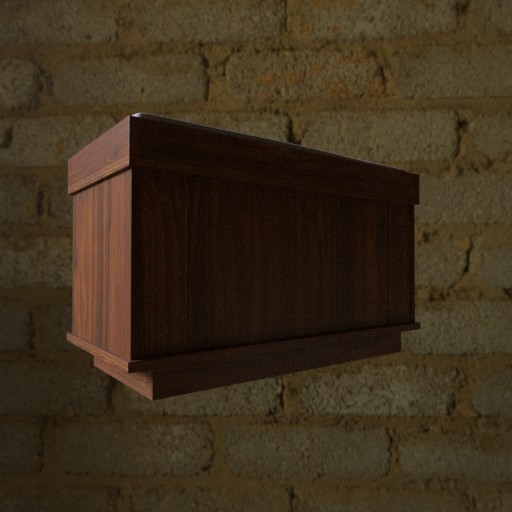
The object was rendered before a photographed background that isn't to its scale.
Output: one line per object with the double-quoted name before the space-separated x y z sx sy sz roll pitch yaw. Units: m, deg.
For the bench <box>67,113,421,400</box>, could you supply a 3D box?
"bench" 0.000 0.000 1.013 0.734 0.461 0.362 1 -1 -37
